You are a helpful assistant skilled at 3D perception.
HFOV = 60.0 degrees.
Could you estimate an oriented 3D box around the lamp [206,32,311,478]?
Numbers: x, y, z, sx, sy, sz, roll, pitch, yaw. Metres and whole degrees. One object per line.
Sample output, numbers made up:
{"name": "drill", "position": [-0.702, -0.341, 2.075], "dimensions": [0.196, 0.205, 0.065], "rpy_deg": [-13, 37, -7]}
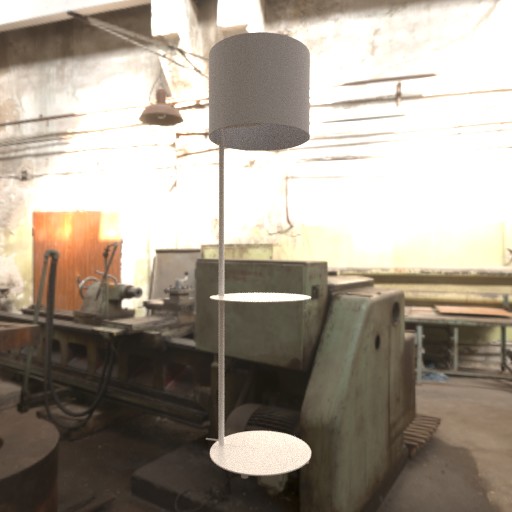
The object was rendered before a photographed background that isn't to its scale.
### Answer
{"name": "lamp", "position": [0.000, 0.000, 1.638], "dimensions": [0.405, 1.465, 0.372], "rpy_deg": [0, 0, 20]}
